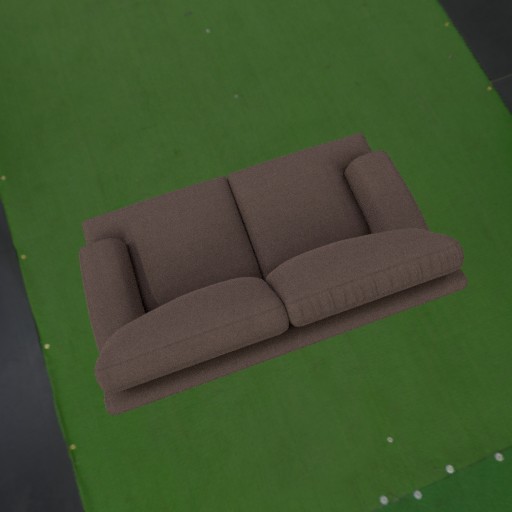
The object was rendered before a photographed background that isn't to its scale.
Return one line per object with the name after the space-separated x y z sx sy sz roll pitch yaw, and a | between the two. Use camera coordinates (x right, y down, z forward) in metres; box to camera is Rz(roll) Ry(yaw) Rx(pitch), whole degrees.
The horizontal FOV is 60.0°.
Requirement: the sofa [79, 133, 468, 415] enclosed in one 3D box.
0.000 0.000 2.487 1.869 0.950 1.140 -19 75 -5 | sofa
